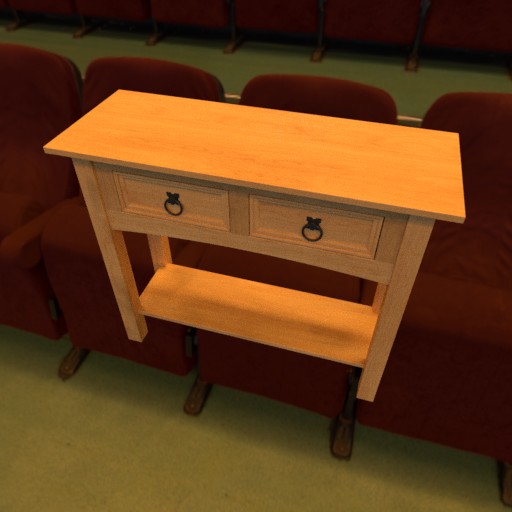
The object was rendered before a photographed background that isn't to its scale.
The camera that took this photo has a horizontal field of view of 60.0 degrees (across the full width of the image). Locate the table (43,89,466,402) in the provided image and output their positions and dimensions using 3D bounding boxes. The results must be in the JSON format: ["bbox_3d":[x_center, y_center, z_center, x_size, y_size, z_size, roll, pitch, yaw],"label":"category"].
[{"bbox_3d":[0.000,0.000,1.268,0.900,0.728,0.340,11,44,12],"label":"table"}]
